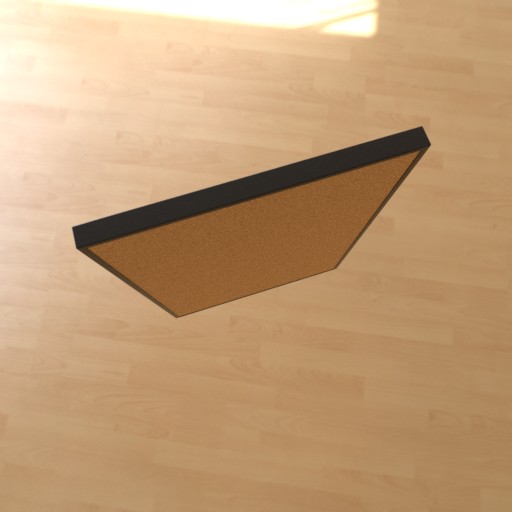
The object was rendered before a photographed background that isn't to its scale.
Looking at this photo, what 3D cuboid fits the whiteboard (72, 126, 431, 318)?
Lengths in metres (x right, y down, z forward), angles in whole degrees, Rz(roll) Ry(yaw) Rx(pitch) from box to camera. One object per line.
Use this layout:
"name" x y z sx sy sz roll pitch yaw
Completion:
"whiteboard" 0.000 0.000 0.781 0.406 0.611 0.026 -17 76 -4
